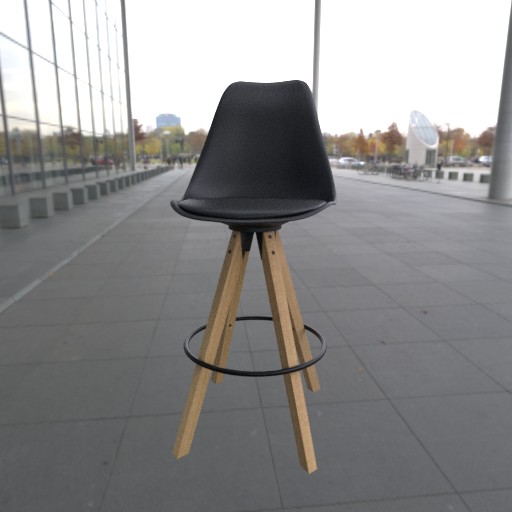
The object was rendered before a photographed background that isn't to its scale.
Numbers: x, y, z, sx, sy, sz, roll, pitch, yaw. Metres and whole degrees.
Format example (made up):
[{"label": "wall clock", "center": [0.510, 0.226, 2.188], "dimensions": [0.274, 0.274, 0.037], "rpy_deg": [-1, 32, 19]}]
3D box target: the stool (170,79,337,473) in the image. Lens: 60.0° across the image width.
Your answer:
[{"label": "stool", "center": [0.000, 0.000, 1.391], "dimensions": [0.485, 1.115, 0.550], "rpy_deg": [2, 13, 9]}]
